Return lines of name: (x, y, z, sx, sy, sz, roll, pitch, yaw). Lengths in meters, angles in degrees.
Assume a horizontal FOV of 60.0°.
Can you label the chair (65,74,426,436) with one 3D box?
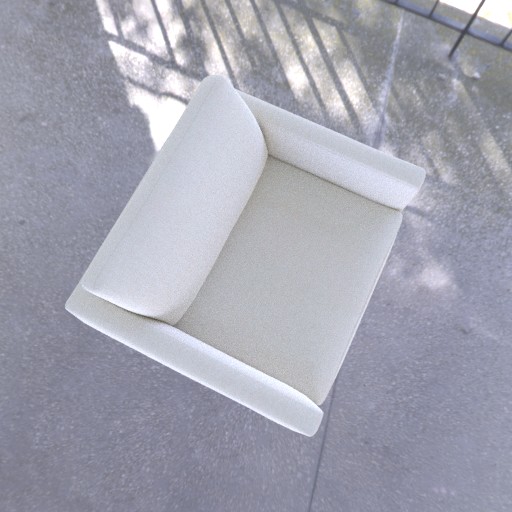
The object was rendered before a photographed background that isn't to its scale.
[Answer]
chair: (0.000, 0.000, 1.628, 0.875, 0.806, 0.964, 25, 76, 7)
